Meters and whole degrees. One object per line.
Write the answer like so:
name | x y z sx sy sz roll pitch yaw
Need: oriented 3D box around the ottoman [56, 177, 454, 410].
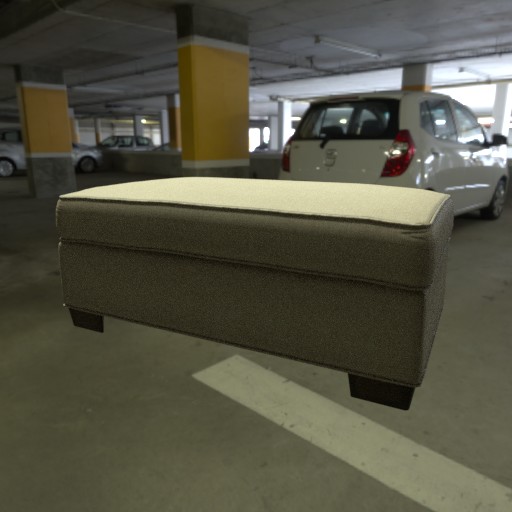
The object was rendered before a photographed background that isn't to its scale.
ottoman | 0.000 0.000 1.406 1.097 0.461 0.617 7 16 26
